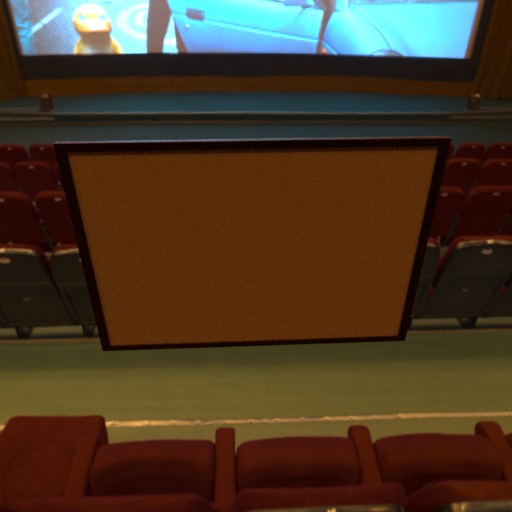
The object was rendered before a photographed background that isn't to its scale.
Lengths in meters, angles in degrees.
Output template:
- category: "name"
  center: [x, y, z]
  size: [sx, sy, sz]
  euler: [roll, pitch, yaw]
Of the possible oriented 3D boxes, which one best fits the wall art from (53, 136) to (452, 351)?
- category: "wall art"
  center: [0.000, 0.000, 1.057]
  size: [0.816, 0.559, 0.014]
  euler: [-1, 31, -2]
